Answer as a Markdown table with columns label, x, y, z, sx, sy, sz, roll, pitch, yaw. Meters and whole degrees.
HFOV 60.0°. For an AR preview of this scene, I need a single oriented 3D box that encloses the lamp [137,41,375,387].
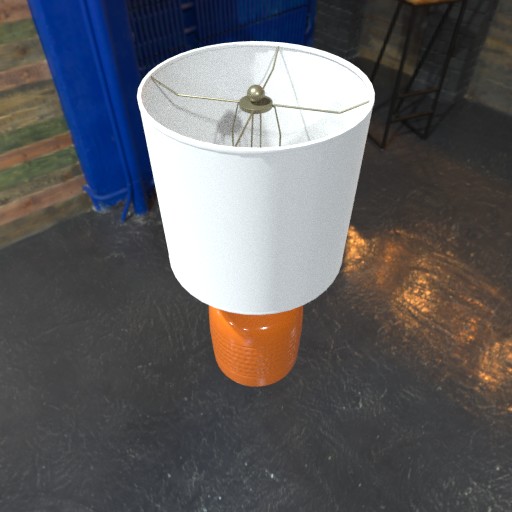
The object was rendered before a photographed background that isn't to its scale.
| label | x | y | z | sx | sy | sz | roll | pitch | yaw |
| --- | --- | --- | --- | --- | --- | --- | --- | --- | --- |
| lamp | 0.000 | 0.000 | 1.103 | 0.418 | 0.871 | 0.418 | -29 | 53 | -26 |
